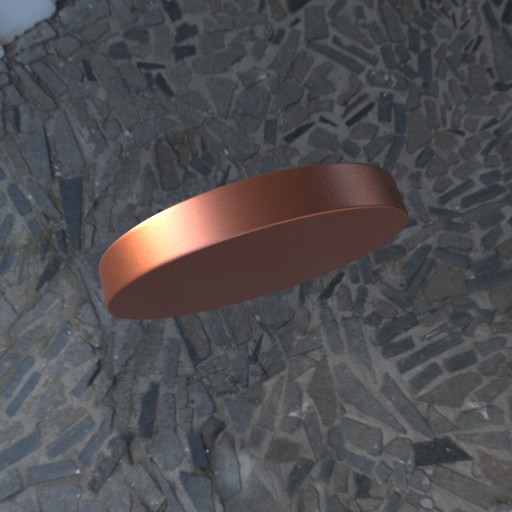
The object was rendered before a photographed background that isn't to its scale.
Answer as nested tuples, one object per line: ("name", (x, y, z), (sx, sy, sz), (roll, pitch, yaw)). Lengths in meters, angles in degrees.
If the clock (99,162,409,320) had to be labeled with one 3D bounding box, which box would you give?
("clock", (0.000, 0.000, 0.470), (0.313, 0.313, 0.040), (-16, 76, -4))
